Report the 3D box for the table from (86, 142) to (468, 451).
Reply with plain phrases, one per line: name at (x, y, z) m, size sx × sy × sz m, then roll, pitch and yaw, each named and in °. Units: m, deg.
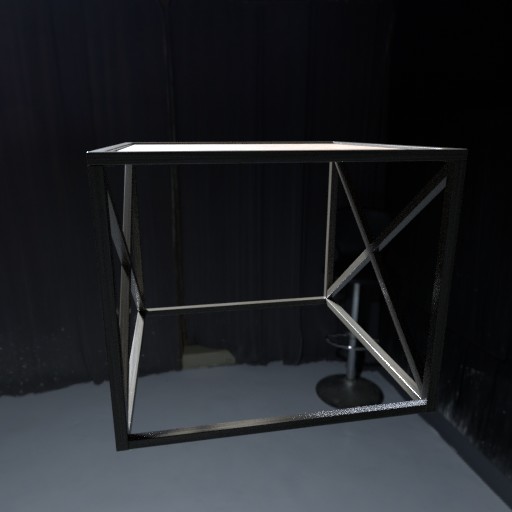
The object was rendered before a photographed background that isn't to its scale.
table at (0.000, 0.000, 1.045) m, size 0.609 × 0.507 × 0.611 m, roll -3°, pitch 16°, yaw -10°
